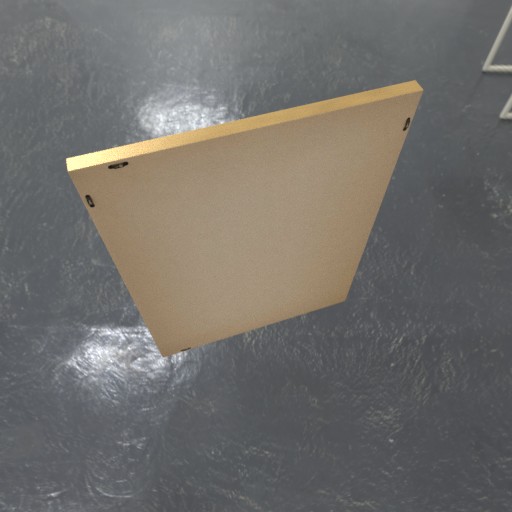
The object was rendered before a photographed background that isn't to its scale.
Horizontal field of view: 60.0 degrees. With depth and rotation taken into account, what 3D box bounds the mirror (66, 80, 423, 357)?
[{"bbox_3d":[0.000,0.000,1.339,0.762,1.016,0.041,-16,59,-10],"label":"mirror"}]
